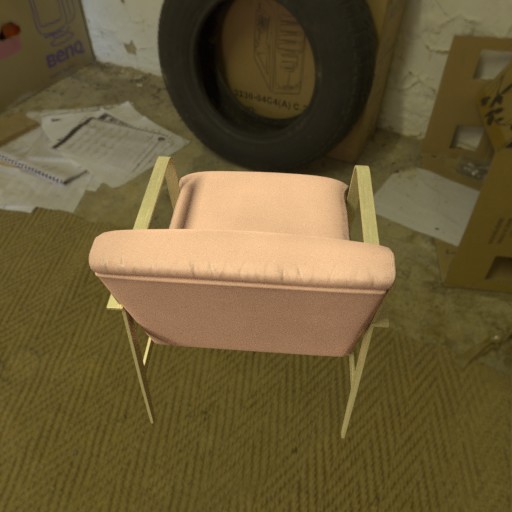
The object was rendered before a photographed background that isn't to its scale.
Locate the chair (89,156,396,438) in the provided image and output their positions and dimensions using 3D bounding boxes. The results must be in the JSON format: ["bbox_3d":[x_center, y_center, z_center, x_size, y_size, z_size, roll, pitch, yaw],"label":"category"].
[{"bbox_3d":[0.000,0.000,1.416,0.701,0.823,0.848,3,47,3],"label":"chair"}]
